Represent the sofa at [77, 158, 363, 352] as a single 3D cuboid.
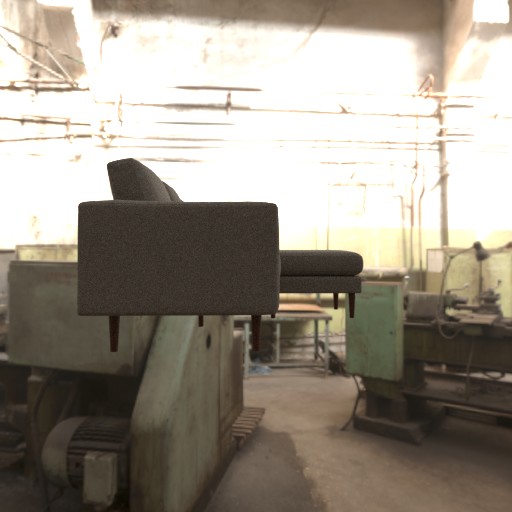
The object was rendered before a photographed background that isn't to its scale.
[{"bbox_3d":[0.000,0.000,3.025,1.667,0.957,2.055,0,-1,-2],"label":"sofa"}]
